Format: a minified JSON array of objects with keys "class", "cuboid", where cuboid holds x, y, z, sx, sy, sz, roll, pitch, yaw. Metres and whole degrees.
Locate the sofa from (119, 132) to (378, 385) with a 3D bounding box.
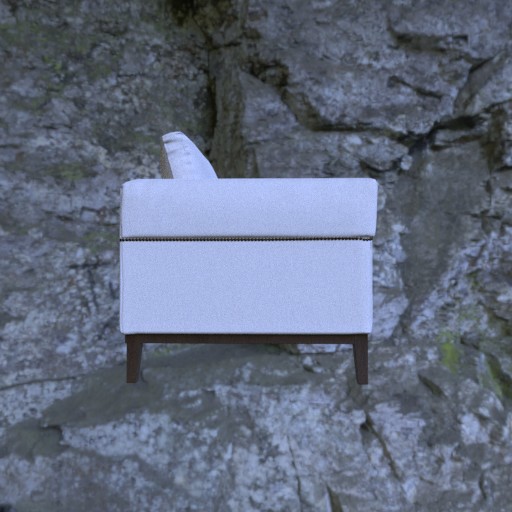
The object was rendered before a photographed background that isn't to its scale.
[{"class":"sofa","cuboid":[0.000,0.000,2.594,0.902,0.911,2.198,0,-1,1]}]
